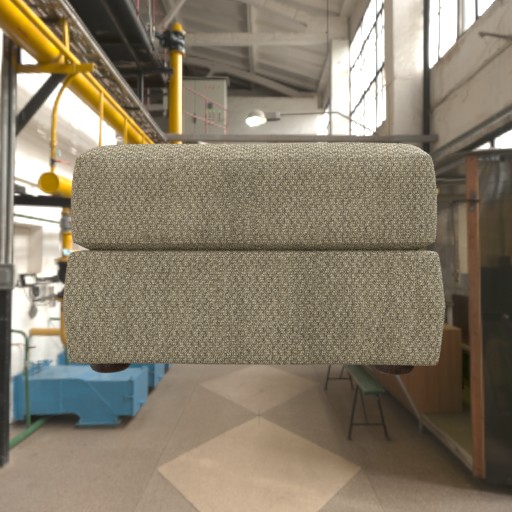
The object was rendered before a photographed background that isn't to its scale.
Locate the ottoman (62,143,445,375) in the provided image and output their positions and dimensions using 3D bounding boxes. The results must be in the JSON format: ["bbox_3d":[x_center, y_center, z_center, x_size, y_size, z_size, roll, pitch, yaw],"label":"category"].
[{"bbox_3d":[0.000,0.000,1.131,0.751,0.476,0.603,0,0,1],"label":"ottoman"}]
